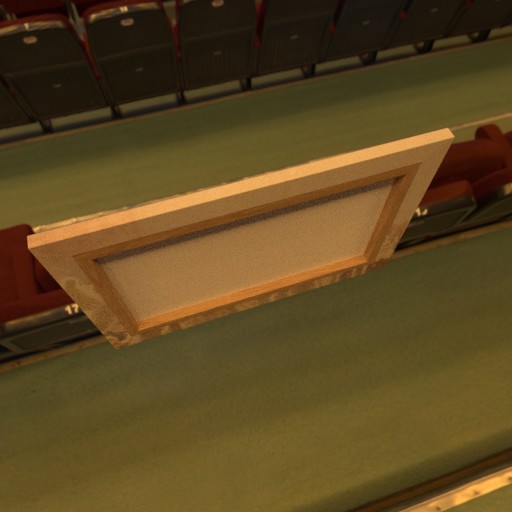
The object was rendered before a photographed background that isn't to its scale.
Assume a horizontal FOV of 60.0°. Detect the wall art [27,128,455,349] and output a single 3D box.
[{"bbox_3d":[0.000,0.000,1.469,1.142,0.758,0.041,-16,62,-9],"label":"wall art"}]
